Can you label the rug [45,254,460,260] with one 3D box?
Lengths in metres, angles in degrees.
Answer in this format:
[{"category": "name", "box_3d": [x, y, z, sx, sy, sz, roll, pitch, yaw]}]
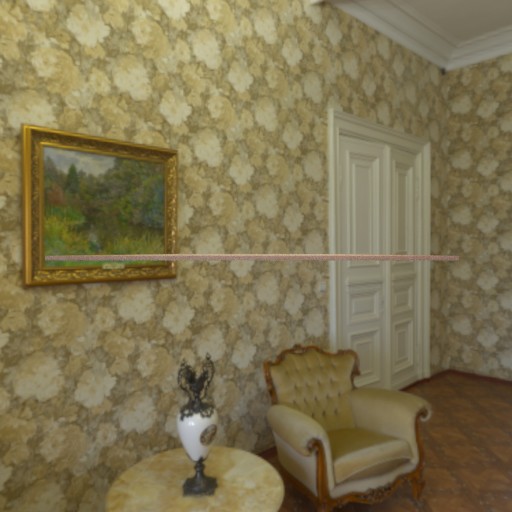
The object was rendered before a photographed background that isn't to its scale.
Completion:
[{"category": "rug", "box_3d": [0.000, 0.000, 2.212, 1.219, 0.014, 1.829, 0, 0, 1]}]
